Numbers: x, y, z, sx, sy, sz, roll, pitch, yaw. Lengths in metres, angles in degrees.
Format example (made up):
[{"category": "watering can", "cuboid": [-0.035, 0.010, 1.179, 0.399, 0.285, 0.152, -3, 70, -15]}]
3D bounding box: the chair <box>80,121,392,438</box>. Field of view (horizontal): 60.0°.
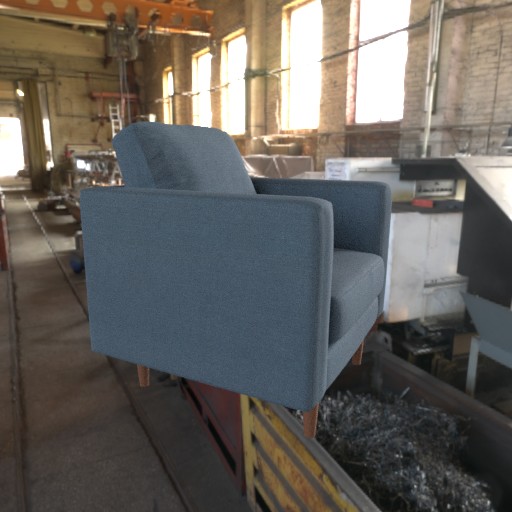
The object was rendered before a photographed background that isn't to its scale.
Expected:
[{"category": "chair", "cuboid": [0.000, 0.000, 1.589, 0.820, 0.922, 0.855, 7, 14, 27]}]
